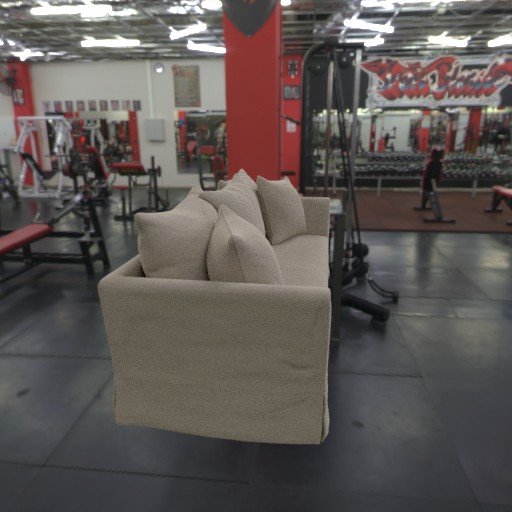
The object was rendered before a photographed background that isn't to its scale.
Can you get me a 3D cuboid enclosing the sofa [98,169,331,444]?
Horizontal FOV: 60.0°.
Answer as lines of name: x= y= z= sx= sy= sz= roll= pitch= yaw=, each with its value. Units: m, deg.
sofa: x=0.000 y=0.000 z=3.047 sx=1.046 sy=1.047 sz=2.499 roll=3 pitch=16 yaw=9
